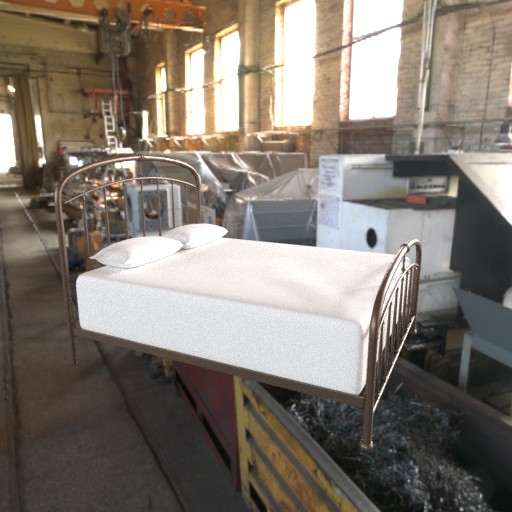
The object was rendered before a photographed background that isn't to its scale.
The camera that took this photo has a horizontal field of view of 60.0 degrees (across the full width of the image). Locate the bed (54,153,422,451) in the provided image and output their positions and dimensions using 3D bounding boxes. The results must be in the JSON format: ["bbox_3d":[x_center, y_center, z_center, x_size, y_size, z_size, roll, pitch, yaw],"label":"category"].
[{"bbox_3d":[0.000,0.000,3.289,2.168,1.475,1.711,7,15,26],"label":"bed"}]
